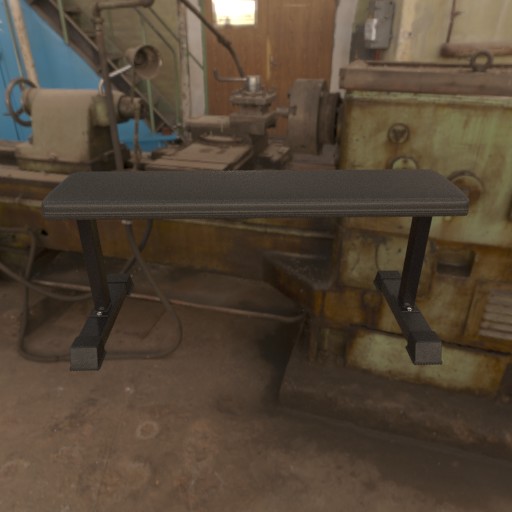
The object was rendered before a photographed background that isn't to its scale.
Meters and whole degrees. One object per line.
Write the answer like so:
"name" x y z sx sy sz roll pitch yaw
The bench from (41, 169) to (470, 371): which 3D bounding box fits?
"bench" 0.000 0.000 1.289 1.072 0.453 0.439 -1 28 -1
